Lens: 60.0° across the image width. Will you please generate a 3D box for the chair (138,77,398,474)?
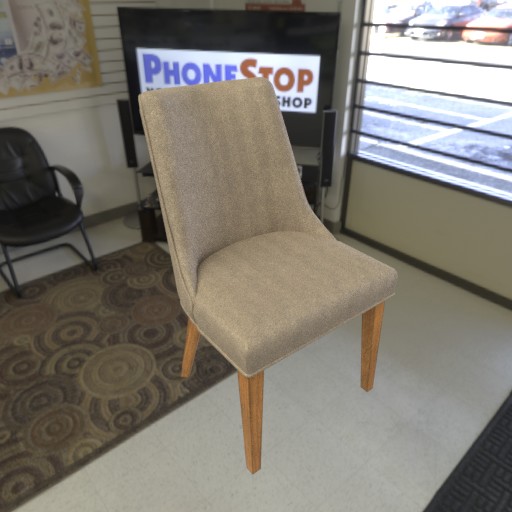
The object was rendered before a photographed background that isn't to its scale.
[{"bbox_3d":[0.000,0.000,1.321,0.548,0.916,0.636,-22,37,-32],"label":"chair"}]
